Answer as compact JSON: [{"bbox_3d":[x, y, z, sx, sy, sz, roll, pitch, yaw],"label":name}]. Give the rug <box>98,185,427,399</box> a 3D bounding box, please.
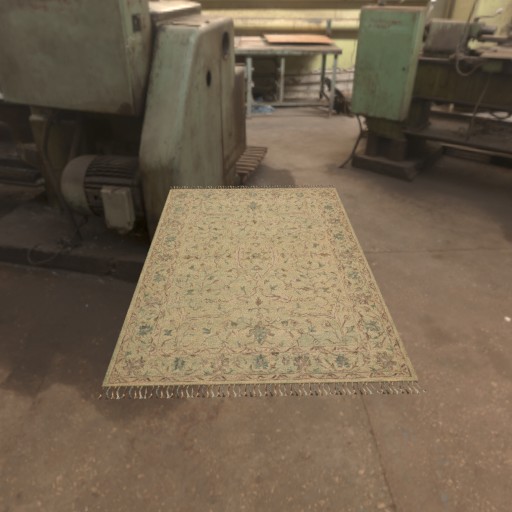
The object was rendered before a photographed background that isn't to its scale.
[{"bbox_3d":[0.000,0.000,3.072,1.544,0.010,2.435,-1,32,-1],"label":"rug"}]
